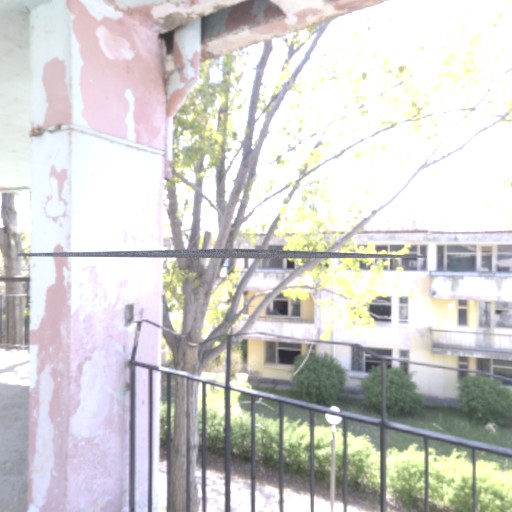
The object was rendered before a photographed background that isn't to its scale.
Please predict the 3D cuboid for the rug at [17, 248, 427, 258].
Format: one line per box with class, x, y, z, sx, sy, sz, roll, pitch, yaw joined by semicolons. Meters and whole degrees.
rug;0.000;0.000;2.279;1.208;0.012;1.819;-1;-1;36
